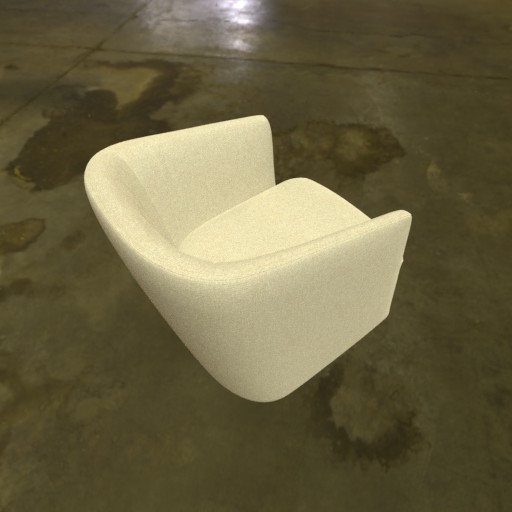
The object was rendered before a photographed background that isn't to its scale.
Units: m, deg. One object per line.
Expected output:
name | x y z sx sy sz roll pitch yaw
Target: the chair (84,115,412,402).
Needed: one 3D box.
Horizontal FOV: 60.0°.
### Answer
chair | 0.000 0.000 1.645 0.986 0.861 0.822 -25 49 -24
